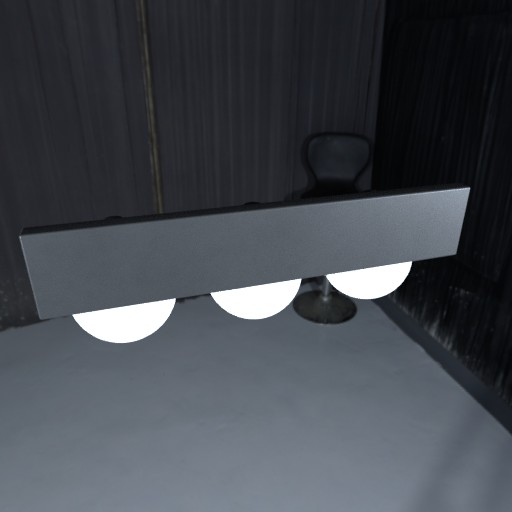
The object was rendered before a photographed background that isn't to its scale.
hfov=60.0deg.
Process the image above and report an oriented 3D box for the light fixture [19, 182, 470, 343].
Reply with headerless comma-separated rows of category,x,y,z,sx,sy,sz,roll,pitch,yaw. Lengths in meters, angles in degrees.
light fixture,0.000,0.000,0.828,0.721,0.263,0.218,-8,27,-16
